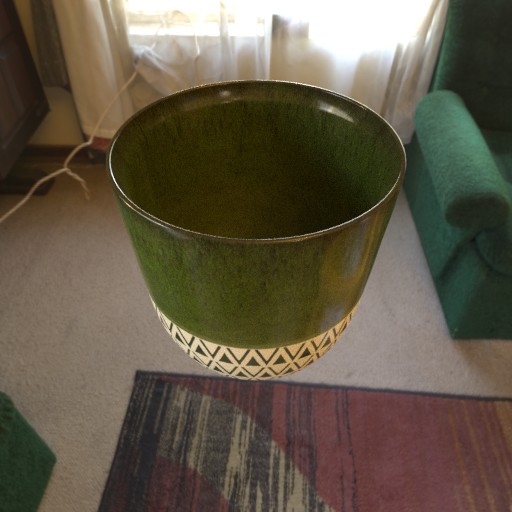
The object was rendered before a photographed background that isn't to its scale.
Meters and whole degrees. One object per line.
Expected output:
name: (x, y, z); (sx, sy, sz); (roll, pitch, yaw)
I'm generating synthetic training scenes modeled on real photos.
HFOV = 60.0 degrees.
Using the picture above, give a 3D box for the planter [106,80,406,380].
planter: (0.000, 0.000, 0.466); (0.245, 0.270, 0.245); (0, 45, 0)
